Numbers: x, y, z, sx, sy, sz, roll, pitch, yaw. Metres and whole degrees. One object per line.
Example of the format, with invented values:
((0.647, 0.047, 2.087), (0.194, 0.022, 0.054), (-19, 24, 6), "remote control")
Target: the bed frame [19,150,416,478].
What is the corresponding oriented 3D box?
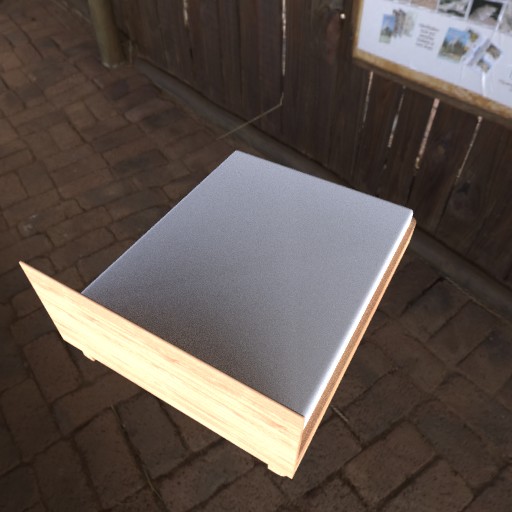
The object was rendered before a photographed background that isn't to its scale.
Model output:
((0.000, 0.000, 2.997), (1.660, 0.940, 2.092), (23, 51, 20), "bed frame")
